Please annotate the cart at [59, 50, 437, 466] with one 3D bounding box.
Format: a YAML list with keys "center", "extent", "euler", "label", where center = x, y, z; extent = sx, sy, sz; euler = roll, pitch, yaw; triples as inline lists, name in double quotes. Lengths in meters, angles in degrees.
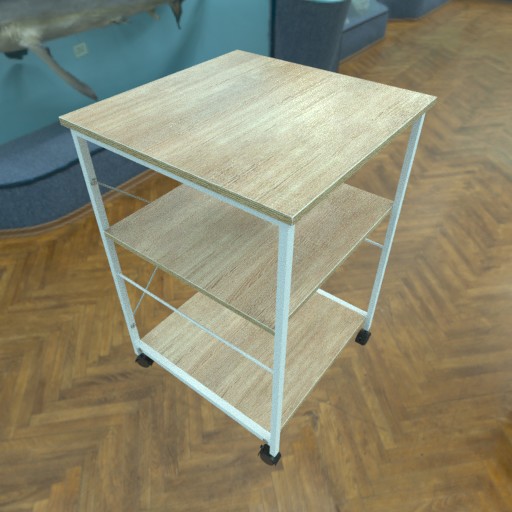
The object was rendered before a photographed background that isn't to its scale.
- center: [0.000, 0.000, 1.103]
  extent: [0.520, 0.762, 0.521]
  euler: [27, 47, 27]
  label: "cart"
